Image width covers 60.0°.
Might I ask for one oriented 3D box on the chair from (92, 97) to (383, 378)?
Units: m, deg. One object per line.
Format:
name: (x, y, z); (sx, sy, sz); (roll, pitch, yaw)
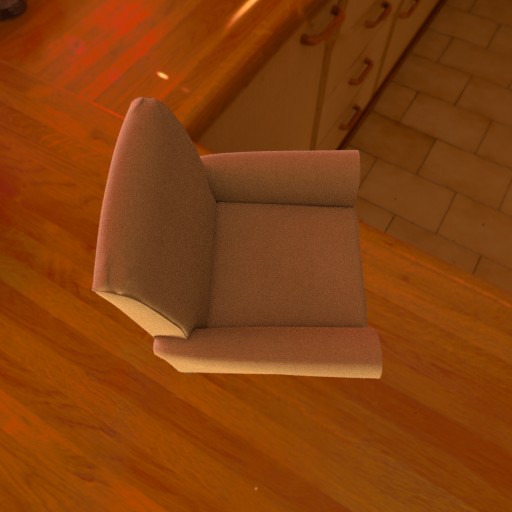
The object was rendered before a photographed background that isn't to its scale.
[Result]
chair: (0.000, 0.000, 1.787); (0.905, 1.061, 0.978); (1, 62, 1)
